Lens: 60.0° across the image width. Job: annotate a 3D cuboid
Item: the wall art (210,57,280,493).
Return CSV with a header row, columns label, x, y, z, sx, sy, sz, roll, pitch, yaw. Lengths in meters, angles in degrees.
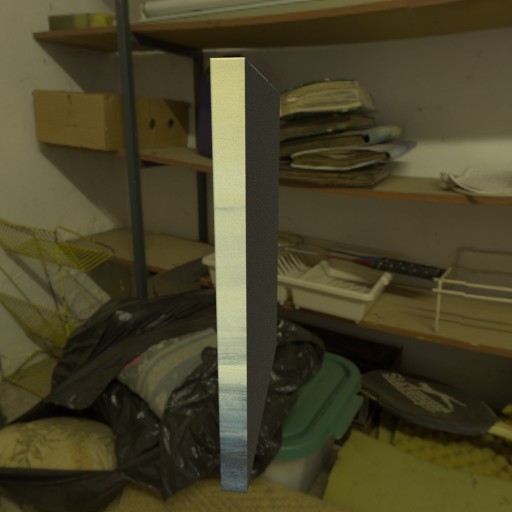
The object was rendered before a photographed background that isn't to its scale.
label,x,y,z,sx,sy,sz,roll,pitch,yaw
wall art,0.000,0.000,0.825,0.040,0.608,0.489,2,16,7
